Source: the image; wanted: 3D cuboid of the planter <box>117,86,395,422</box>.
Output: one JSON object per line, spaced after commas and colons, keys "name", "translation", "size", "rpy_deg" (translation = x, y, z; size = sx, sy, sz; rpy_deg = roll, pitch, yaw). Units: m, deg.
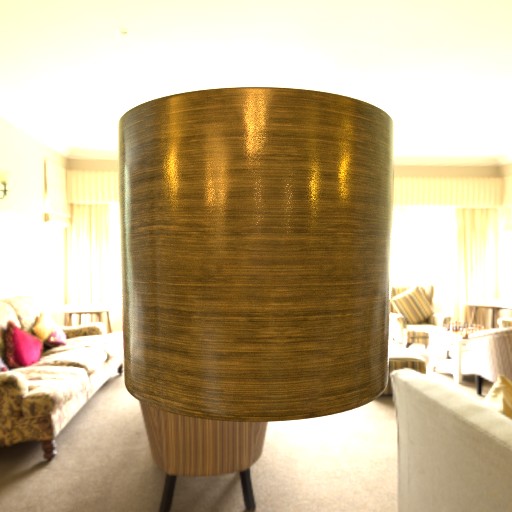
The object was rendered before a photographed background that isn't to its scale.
{"name": "planter", "translation": [0.000, 0.000, 0.372], "size": [0.221, 0.201, 0.221], "rpy_deg": [0, 0, 0]}
